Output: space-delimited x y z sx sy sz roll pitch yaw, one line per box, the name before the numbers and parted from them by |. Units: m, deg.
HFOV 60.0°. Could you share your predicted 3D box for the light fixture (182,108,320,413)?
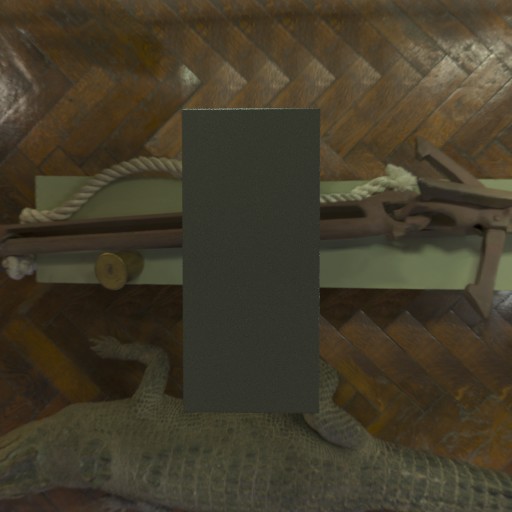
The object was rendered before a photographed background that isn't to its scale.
light fixture | 0.000 0.000 0.849 0.177 0.557 0.582 0 92 1
